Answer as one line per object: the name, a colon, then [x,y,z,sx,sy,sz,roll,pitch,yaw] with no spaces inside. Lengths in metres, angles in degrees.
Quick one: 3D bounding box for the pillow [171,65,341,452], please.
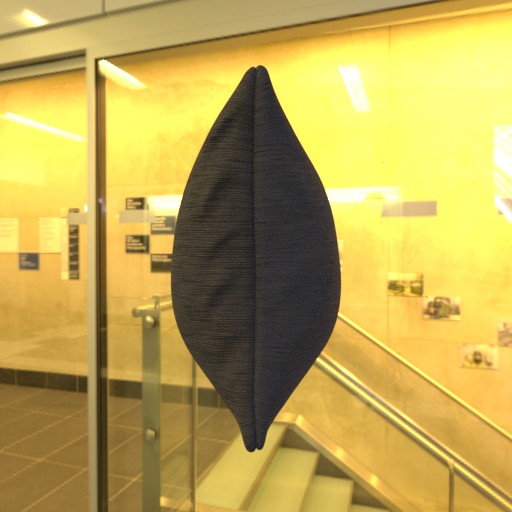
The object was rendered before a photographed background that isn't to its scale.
pillow: [0.000,0.000,0.677,0.246,0.414,0.432,0,1,0]
